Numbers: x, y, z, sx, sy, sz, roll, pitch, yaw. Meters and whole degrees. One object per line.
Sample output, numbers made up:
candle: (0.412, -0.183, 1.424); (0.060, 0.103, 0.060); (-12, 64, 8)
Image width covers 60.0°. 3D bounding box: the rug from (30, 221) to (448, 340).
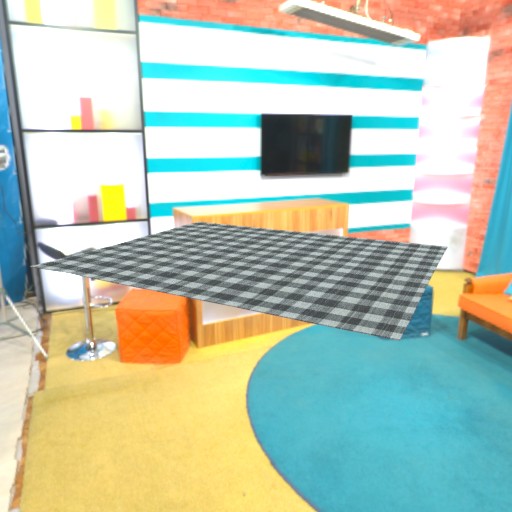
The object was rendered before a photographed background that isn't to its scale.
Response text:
rug: (0.000, 0.000, 4.058); (3.021, 0.013, 2.432); (8, 16, 27)
